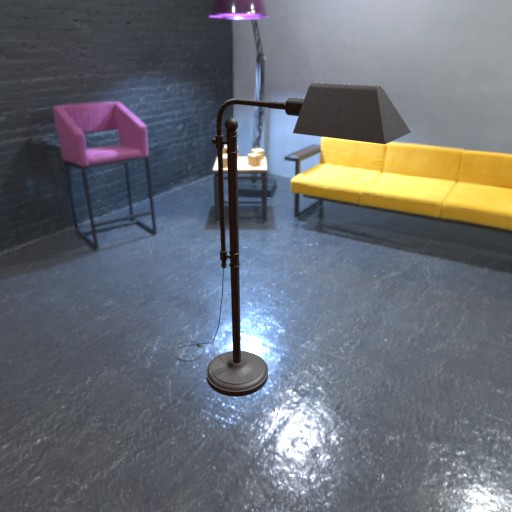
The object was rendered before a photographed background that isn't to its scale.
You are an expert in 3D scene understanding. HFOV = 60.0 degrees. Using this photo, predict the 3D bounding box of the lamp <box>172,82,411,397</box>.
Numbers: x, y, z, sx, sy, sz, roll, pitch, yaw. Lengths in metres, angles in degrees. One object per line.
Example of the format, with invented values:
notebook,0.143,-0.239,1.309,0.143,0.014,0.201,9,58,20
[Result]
lamp,0.000,0.000,0.954,0.545,0.708,0.159,17,30,31
